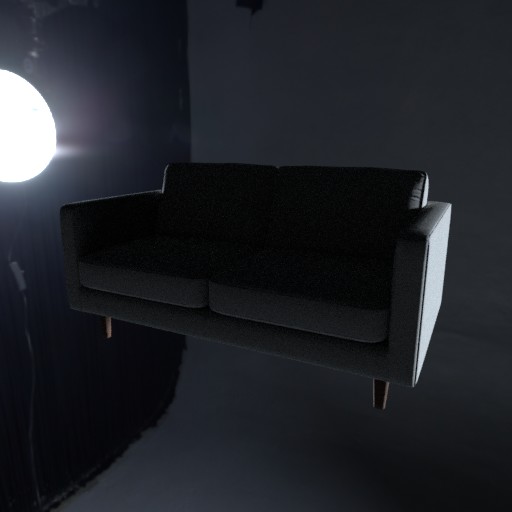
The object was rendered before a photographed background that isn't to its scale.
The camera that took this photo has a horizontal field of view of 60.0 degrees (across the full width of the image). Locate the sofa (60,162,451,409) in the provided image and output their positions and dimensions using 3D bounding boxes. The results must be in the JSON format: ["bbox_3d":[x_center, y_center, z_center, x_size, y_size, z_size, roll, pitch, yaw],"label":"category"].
[{"bbox_3d":[0.000,0.000,2.270,1.731,0.900,1.000,7,16,26],"label":"sofa"}]
